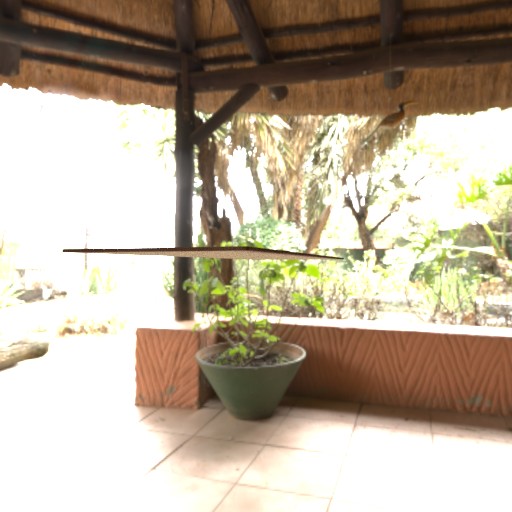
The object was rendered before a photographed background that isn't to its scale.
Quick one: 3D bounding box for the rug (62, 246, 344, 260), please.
[{"bbox_3d":[0.000,0.000,2.729,0.764,0.017,2.439,0,-1,18],"label":"rug"}]
